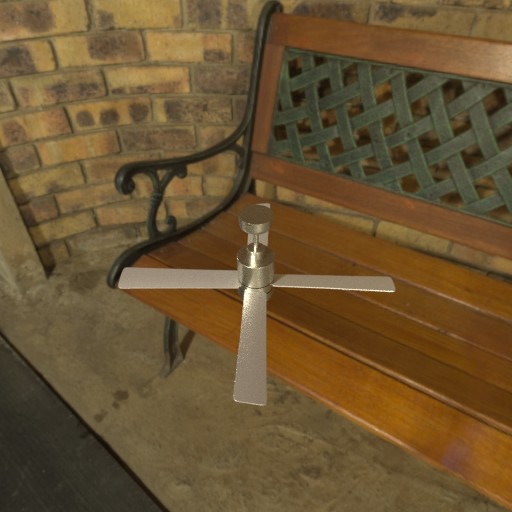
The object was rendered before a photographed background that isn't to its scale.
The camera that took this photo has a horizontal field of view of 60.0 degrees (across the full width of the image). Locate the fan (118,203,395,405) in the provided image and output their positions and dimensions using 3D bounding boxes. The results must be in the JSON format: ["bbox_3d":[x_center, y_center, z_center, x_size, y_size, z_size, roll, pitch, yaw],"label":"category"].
[{"bbox_3d":[0.000,0.000,2.358,1.525,0.539,1.525,2,40,2],"label":"fan"}]
